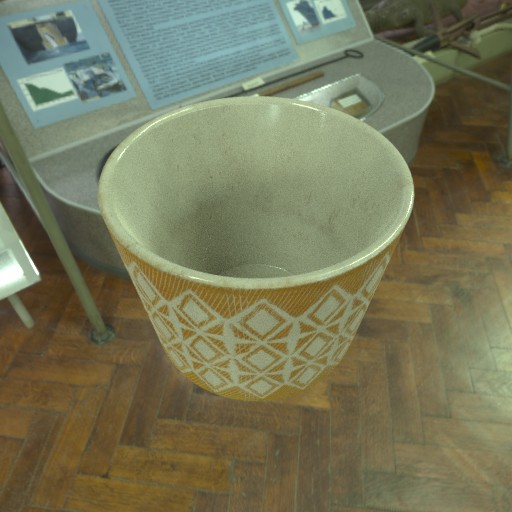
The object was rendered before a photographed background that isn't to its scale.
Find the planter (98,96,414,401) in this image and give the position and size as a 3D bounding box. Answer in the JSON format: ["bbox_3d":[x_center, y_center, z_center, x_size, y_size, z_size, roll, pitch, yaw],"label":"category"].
[{"bbox_3d":[0.000,0.000,0.219,0.126,0.104,0.126,0,46,0],"label":"planter"}]
